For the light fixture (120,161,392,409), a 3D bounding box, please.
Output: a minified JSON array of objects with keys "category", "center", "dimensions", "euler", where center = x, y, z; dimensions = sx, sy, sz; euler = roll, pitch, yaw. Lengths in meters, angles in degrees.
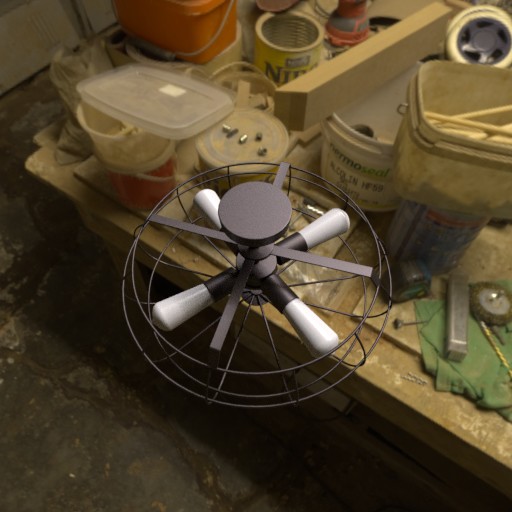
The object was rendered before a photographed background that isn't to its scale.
[{"category":"light fixture","center":[0.000,0.000,0.916],"dimensions":[0.582,0.311,0.582],"euler":[0,57,0]}]
